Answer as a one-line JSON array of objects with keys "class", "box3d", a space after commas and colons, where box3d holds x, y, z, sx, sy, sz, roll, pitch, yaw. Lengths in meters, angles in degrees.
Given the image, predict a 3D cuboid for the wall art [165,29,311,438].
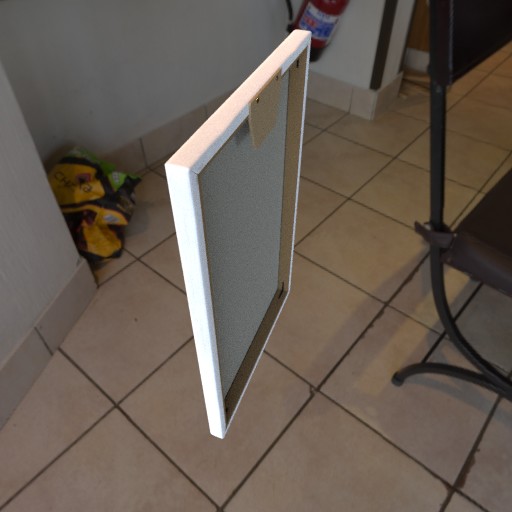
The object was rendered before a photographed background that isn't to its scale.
[{"class": "wall art", "box3d": [0.000, 0.000, 1.149, 0.048, 0.916, 0.602, 16, 47, 15]}]
